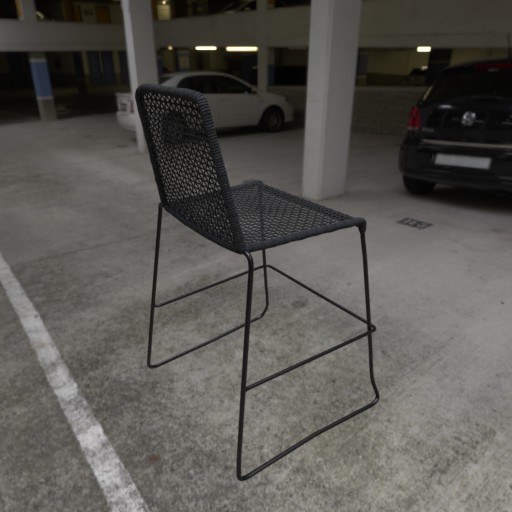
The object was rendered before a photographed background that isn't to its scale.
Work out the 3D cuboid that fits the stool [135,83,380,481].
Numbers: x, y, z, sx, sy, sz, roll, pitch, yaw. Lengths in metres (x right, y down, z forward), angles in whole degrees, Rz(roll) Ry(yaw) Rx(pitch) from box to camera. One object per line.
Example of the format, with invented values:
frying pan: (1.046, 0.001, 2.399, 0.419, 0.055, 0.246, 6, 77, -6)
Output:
stool: (0.000, 0.000, 1.230, 0.509, 0.905, 0.590, -18, 31, -33)
